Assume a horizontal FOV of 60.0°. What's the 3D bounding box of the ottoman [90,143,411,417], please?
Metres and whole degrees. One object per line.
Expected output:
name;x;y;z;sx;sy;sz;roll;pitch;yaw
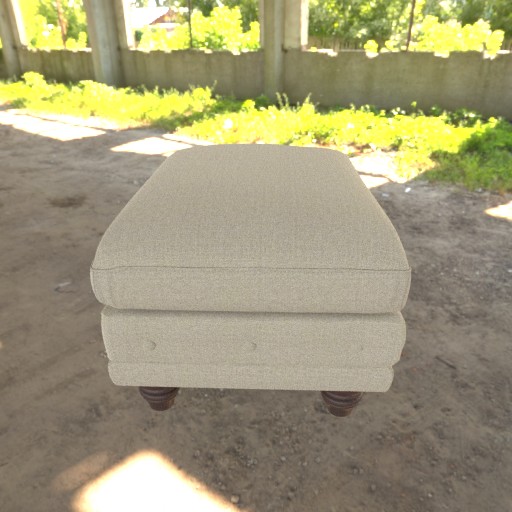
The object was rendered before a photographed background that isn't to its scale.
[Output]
ottoman;0.000;0.000;1.060;0.541;0.463;0.684;1;26;2
